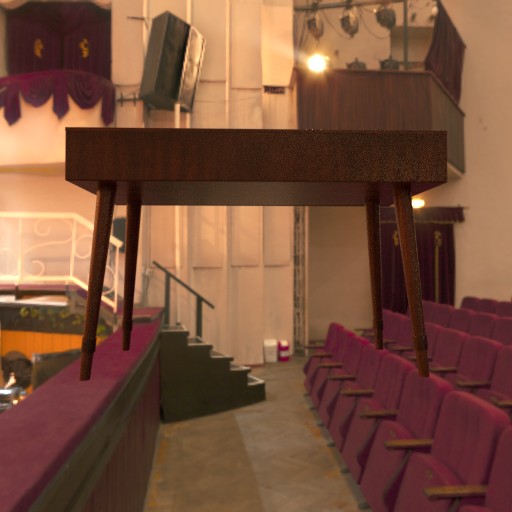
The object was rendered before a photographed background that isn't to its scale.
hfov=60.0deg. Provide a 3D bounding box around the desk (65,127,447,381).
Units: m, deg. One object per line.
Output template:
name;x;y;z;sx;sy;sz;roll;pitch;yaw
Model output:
desk;0.000;0.000;2.180;1.577;1.031;0.734;0;-1;-2
